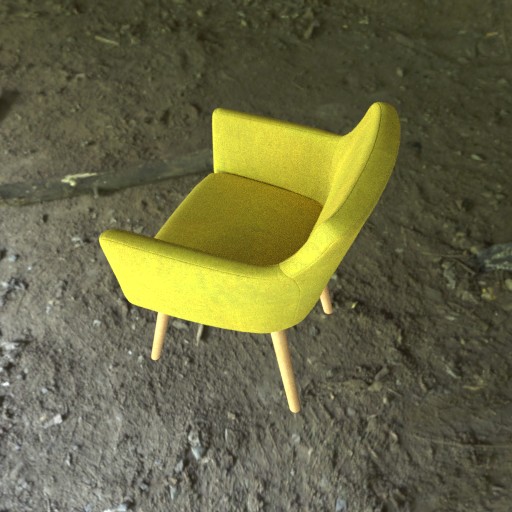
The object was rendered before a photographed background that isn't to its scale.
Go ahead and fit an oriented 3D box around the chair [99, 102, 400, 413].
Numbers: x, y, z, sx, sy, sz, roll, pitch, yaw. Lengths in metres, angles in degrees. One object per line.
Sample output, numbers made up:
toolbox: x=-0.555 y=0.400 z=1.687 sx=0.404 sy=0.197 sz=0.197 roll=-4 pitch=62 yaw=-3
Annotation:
chair: x=0.000 y=0.000 z=1.184 sx=0.570 sy=0.780 sz=0.570 roll=16 pitch=49 yaw=15
